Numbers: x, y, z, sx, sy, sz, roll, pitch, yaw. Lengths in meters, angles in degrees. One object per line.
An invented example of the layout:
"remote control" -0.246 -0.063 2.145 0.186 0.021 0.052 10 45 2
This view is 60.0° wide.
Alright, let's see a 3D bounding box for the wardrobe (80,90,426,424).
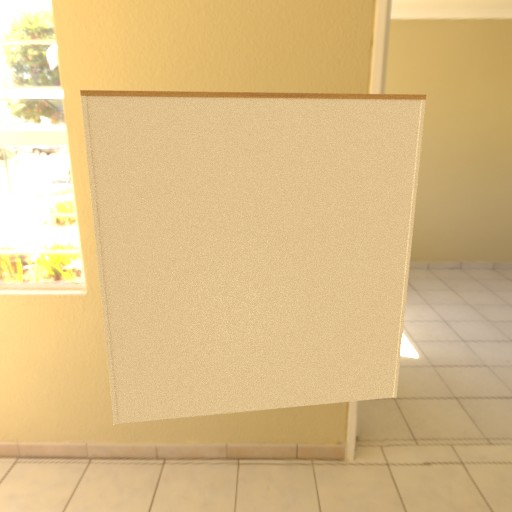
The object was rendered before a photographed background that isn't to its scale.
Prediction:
"wardrobe" 0.000 0.000 3.322 2.160 2.260 0.590 -2 16 -9
